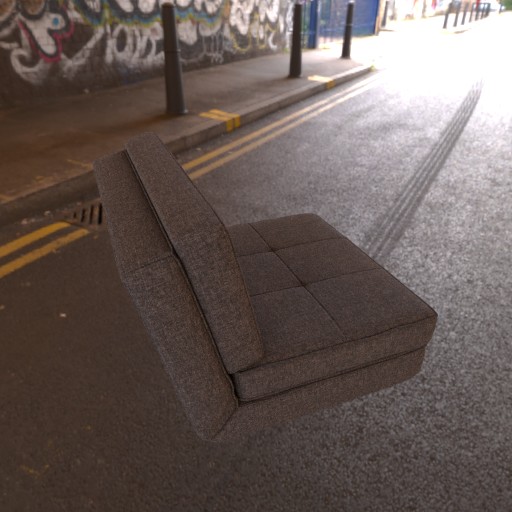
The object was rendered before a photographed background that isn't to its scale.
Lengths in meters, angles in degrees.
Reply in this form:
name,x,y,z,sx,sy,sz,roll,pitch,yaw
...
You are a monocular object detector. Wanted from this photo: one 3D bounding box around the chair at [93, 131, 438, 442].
name,x,y,z,sx,sy,sz,roll,pitch,yaw
chair,0.000,0.000,1.315,0.800,0.615,0.740,-11,32,-19
